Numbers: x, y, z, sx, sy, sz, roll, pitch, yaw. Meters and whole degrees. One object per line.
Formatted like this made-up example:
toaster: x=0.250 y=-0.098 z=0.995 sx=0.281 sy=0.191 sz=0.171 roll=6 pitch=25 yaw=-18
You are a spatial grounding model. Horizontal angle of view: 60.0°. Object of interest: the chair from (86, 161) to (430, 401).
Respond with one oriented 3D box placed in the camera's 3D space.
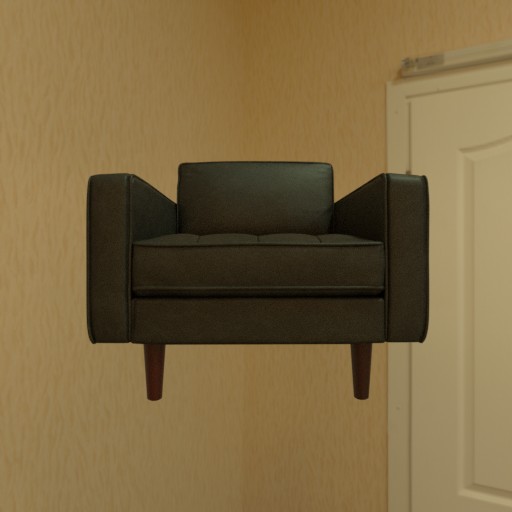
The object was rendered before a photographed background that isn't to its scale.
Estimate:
chair: x=0.000 y=0.000 z=1.549 sx=0.889 sy=0.763 sz=0.914 roll=0 pitch=0 yaw=-1
